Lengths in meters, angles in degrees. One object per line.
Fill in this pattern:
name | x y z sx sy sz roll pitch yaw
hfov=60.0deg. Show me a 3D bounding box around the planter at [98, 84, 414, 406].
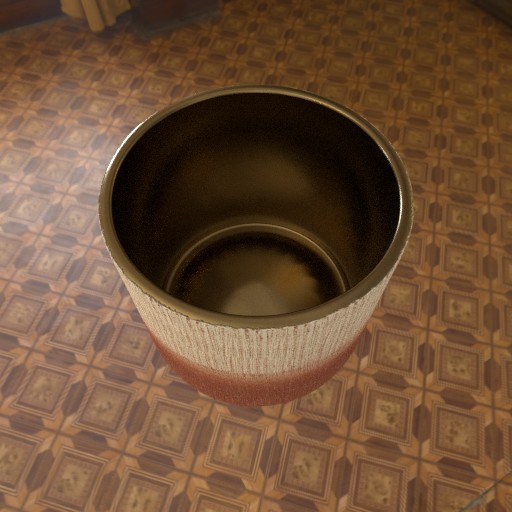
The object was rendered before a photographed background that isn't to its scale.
planter | 0.000 0.000 0.447 0.254 0.221 0.254 0 58 0
